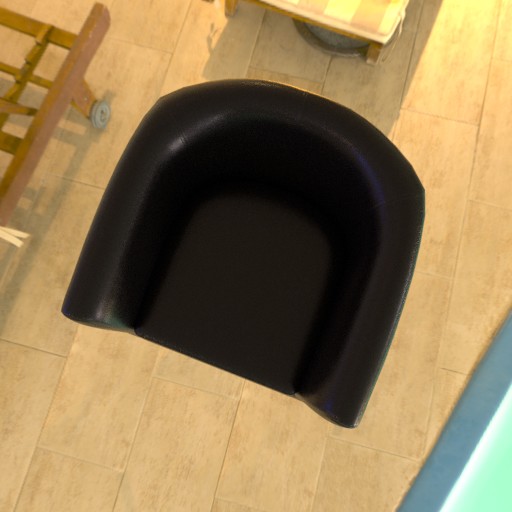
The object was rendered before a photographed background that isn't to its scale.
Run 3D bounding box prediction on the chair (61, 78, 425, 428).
[{"bbox_3d":[0.000,0.000,1.362,0.793,0.756,0.727,20,79,4],"label":"chair"}]
